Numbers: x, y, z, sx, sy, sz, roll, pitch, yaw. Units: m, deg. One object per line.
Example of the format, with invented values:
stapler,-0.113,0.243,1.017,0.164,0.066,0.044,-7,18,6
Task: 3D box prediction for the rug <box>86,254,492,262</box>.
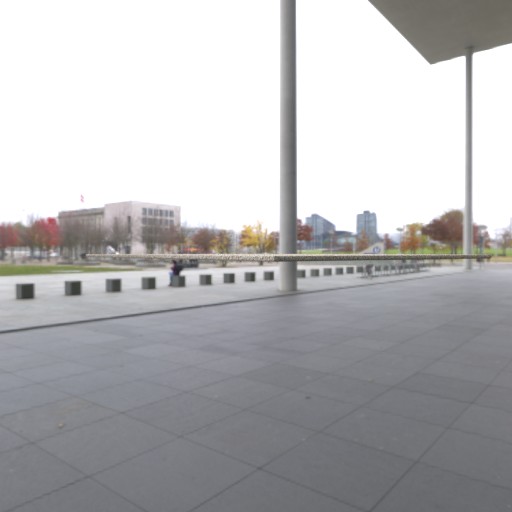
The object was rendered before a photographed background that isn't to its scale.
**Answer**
rug,0.000,0.000,3.418,1.800,0.025,2.699,0,0,-36
